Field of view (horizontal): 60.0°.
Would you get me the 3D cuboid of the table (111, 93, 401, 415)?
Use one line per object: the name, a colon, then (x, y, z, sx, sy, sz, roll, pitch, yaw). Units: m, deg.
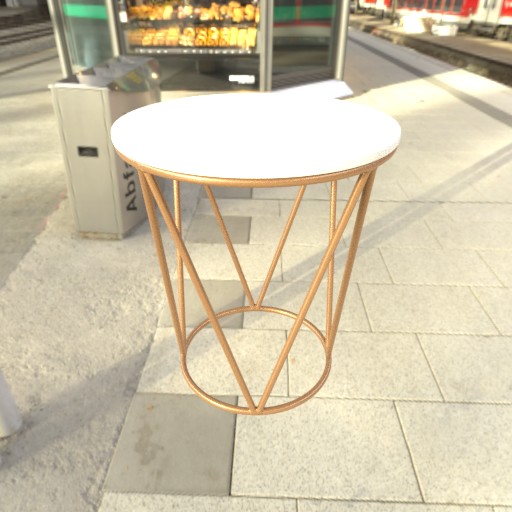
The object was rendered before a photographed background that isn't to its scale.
table: (0.000, 0.000, 0.936, 0.500, 0.564, 0.500, 0, 31, 0)
